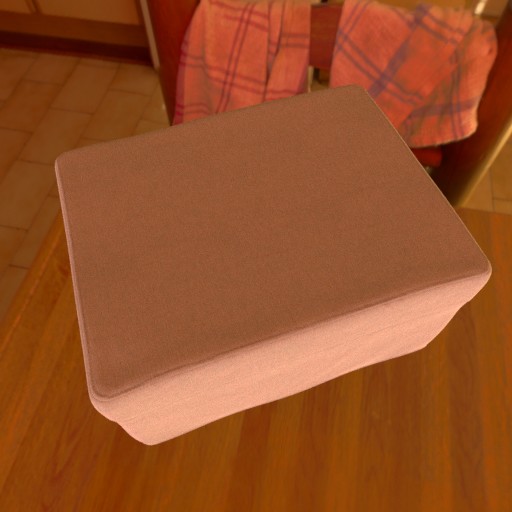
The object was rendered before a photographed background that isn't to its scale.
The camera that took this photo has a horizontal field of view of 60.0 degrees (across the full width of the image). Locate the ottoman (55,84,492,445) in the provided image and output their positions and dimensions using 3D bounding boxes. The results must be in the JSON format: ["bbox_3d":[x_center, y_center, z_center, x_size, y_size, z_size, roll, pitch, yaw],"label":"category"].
[{"bbox_3d":[0.000,0.000,1.165,0.833,0.461,0.648,-17,60,-10],"label":"ottoman"}]
